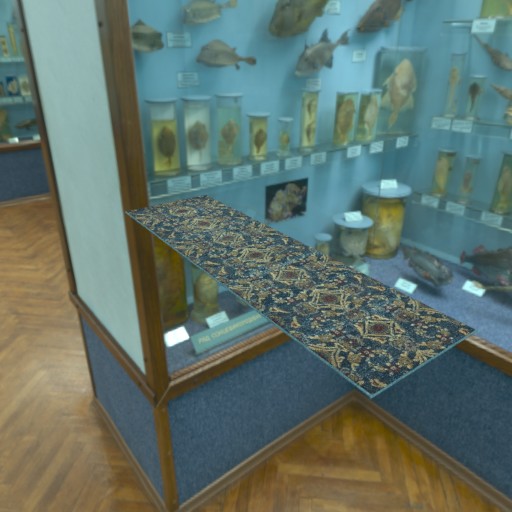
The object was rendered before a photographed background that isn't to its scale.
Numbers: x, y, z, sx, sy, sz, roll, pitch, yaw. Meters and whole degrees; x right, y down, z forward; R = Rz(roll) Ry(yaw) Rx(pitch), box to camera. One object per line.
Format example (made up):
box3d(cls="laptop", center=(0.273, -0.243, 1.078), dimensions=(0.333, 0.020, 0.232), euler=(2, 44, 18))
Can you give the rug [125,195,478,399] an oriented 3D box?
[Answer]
box3d(cls="rug", center=(0.000, 0.000, 2.546), dimensions=(0.685, 0.014, 2.292), euler=(-18, 31, -32))
